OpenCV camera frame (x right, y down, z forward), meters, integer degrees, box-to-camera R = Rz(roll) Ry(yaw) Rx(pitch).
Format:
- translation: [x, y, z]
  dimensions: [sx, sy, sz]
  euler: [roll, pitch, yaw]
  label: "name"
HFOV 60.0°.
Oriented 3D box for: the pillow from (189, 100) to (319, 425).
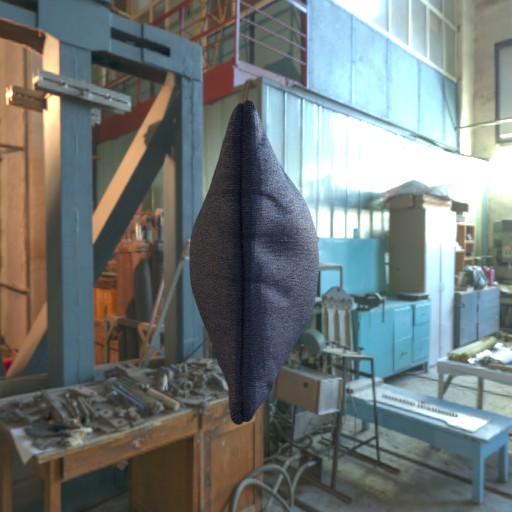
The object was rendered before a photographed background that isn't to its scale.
- translation: [0.000, 0.000, 0.769]
  dimensions: [0.210, 0.338, 0.633]
  euler: [0, 1, 1]
  label: "pillow"
